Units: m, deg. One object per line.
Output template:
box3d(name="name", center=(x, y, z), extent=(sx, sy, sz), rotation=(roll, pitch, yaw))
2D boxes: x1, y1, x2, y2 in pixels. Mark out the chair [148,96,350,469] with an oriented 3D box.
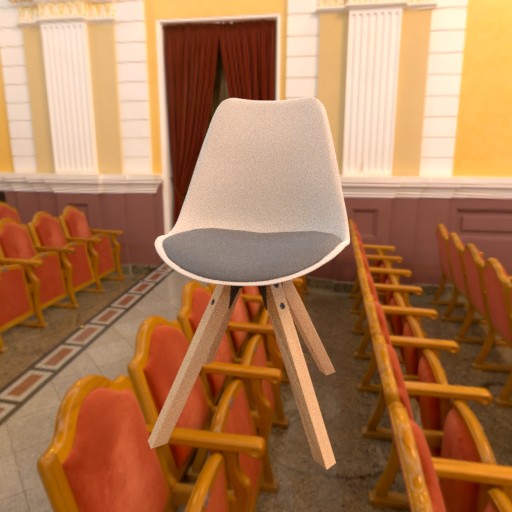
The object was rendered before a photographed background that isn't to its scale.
box3d(name="chair", center=(0.000, 0.000, 1.179), extent=(0.485, 0.850, 0.550), rotation=(2, 14, 9))
